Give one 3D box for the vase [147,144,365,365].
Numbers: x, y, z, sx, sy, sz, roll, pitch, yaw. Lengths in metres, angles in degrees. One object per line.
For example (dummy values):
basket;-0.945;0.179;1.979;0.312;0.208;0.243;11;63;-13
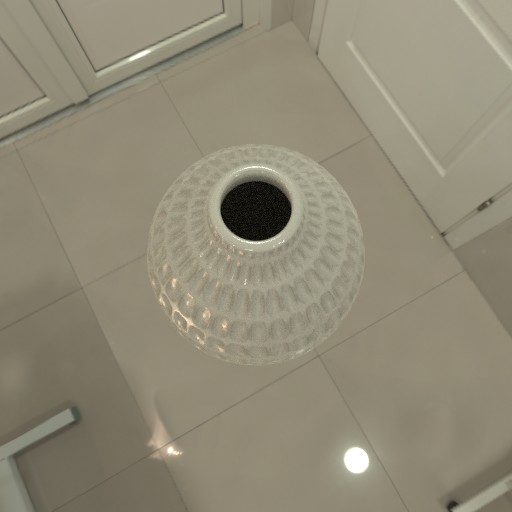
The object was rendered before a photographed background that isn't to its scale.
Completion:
vase;0.000;0.000;0.338;0.162;0.223;0.162;0;76;0
